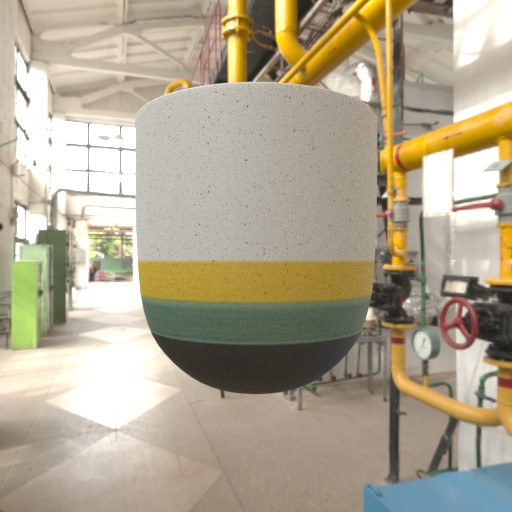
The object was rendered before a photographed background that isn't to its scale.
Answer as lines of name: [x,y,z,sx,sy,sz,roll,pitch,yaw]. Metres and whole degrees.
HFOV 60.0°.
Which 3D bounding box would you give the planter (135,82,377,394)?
planter: [0.000,0.000,0.369,0.195,0.214,0.195,0,0,0]
